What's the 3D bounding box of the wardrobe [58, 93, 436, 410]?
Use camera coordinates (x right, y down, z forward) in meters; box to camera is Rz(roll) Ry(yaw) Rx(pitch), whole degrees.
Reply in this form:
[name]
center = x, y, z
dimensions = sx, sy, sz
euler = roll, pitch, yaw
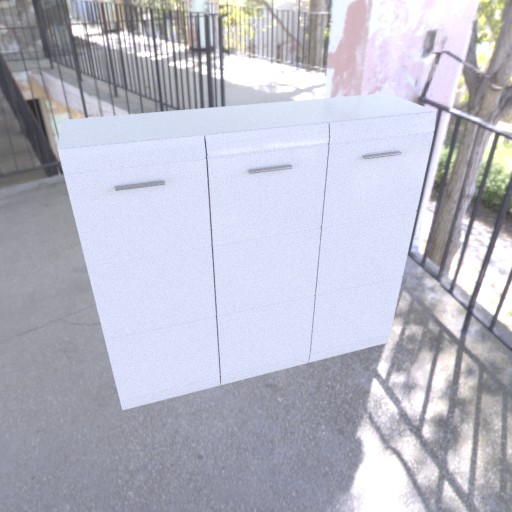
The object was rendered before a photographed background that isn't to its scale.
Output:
[wardrobe]
center = 0.000, 0.000, 1.934
dimensions = 1.340, 1.200, 0.360
euler = -10, 34, -15
